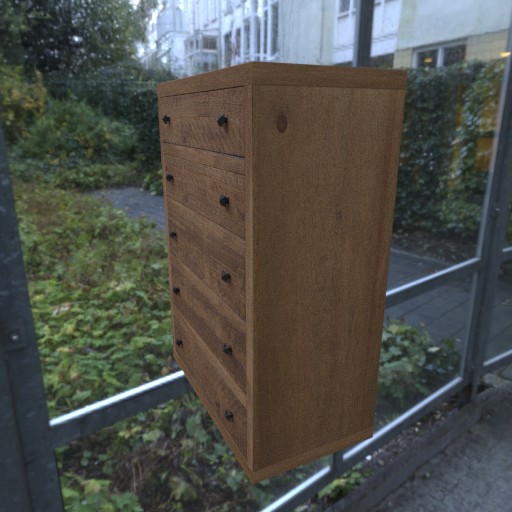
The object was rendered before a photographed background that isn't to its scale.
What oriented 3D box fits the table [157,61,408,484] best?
[{"bbox_3d":[0.000,0.000,1.735,0.524,1.294,0.901,-8,19,-25],"label":"table"}]
